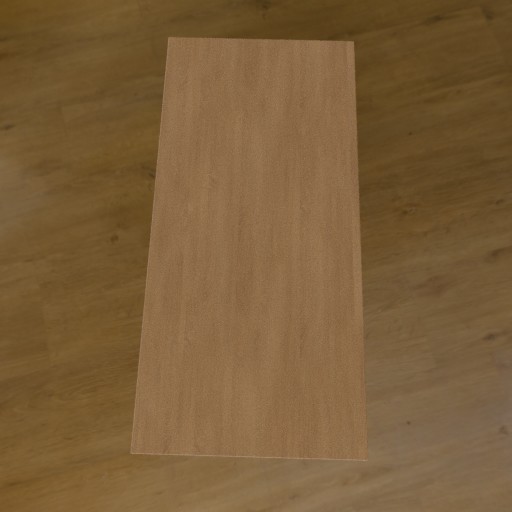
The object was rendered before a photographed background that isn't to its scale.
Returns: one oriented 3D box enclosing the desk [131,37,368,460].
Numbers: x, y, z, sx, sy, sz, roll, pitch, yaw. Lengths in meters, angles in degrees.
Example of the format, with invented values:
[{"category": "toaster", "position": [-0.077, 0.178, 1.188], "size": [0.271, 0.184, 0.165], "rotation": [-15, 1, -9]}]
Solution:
[{"category": "desk", "position": [0.000, 0.000, 1.648], "size": [0.600, 0.770, 1.251], "rotation": [2, 75, 0]}]
